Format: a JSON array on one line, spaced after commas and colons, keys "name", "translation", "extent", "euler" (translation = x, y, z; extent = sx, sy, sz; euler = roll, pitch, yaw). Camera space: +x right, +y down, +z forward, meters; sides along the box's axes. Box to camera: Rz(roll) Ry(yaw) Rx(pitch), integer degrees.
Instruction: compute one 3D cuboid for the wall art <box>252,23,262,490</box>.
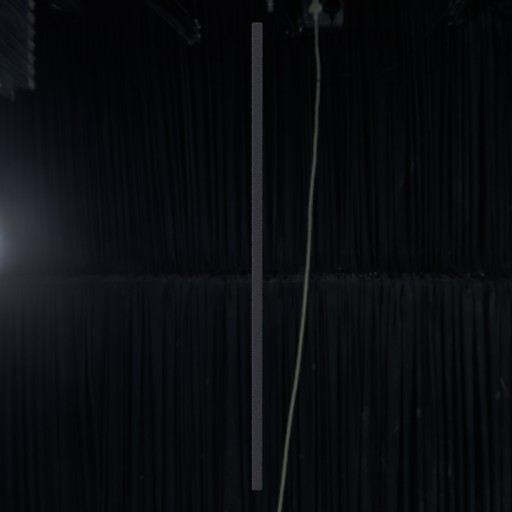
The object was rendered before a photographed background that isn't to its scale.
[{"name": "wall art", "translation": [0.000, 0.000, 0.688], "extent": [0.012, 0.529, 0.374], "euler": [0, 1, -1]}]
